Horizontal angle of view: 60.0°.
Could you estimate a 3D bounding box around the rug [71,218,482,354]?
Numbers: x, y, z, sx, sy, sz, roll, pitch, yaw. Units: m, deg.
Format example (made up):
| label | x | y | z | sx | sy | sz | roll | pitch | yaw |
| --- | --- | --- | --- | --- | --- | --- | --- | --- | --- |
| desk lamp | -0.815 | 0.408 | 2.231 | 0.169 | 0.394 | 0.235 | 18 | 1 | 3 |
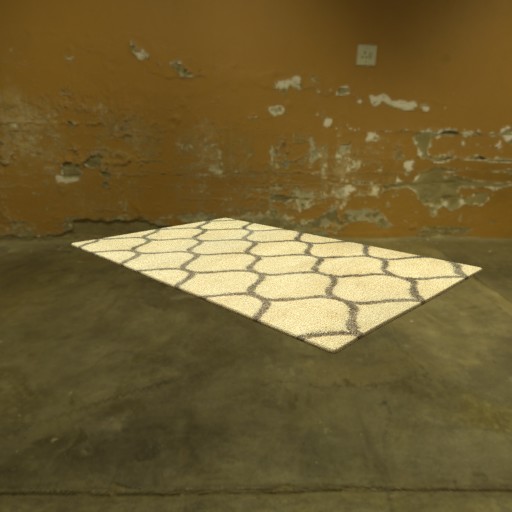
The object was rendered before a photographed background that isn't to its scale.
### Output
| label | x | y | z | sx | sy | sz | roll | pitch | yaw |
| --- | --- | --- | --- | --- | --- | --- | --- | --- | --- |
| rug | 0.000 | 0.000 | 2.942 | 1.501 | 0.024 | 2.348 | -14 | 21 | -43 |
